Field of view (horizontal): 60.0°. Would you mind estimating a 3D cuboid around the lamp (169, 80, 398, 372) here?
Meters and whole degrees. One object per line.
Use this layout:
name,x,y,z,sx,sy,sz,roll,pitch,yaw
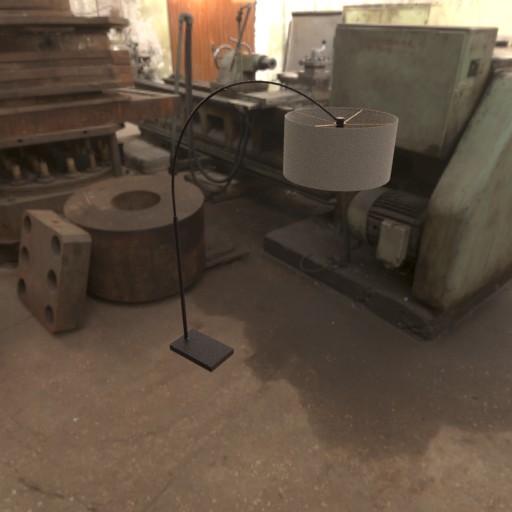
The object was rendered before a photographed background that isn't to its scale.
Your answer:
lamp,0.000,0.000,2.598,1.424,1.927,0.493,19,33,32
